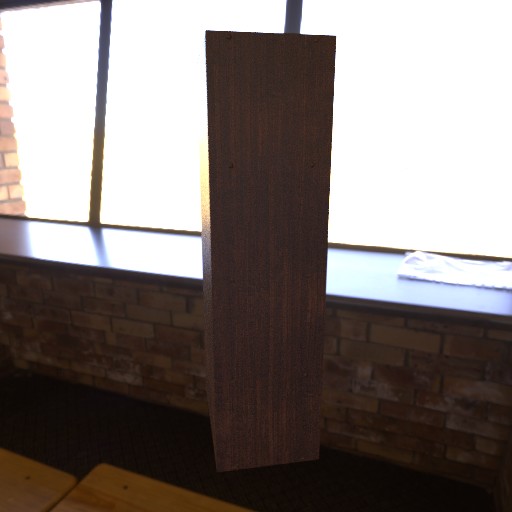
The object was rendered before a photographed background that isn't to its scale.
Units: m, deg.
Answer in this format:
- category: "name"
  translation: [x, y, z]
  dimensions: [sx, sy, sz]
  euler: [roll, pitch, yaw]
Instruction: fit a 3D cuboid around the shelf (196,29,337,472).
- category: "shelf"
  translation: [0.000, 0.000, 1.286]
  dimensions: [0.290, 1.099, 0.415]
  euler: [-3, 15, -10]
